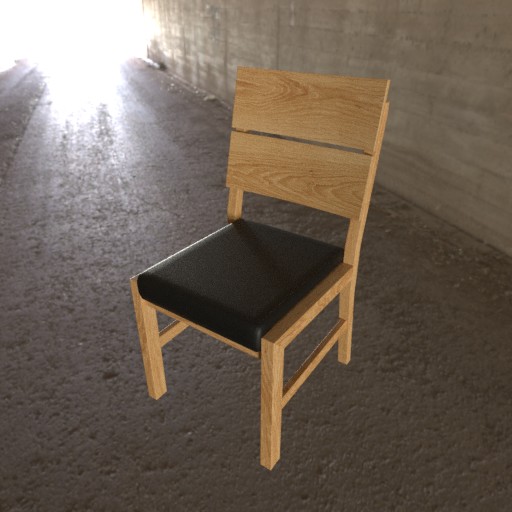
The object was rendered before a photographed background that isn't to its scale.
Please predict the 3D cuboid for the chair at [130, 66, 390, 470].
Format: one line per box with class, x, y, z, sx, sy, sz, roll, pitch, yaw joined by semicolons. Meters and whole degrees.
chair;0.000;0.000;1.298;0.475;0.950;0.569;19;35;29
